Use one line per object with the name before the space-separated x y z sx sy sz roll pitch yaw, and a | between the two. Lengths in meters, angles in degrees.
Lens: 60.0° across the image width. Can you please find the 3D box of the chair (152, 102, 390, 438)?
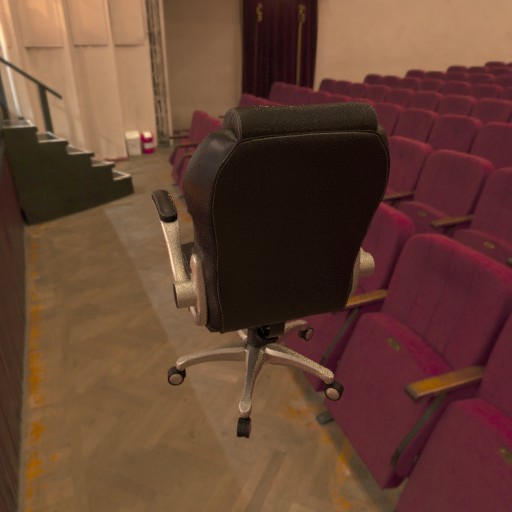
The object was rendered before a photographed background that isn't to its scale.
chair | 0.000 0.000 1.644 0.724 1.141 0.801 -8 27 -17
